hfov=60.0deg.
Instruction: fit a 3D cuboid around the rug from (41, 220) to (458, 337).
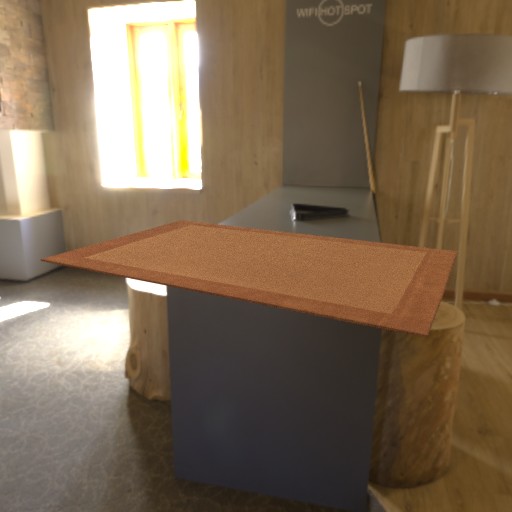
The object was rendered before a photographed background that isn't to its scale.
[{"bbox_3d":[0.000,0.000,3.045,2.438,0.014,1.524,8,18,27],"label":"rug"}]
